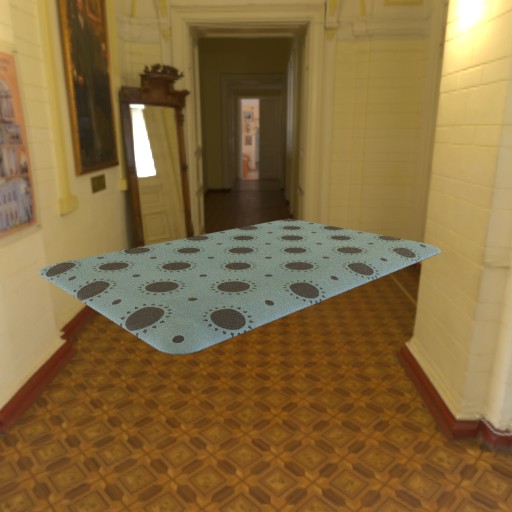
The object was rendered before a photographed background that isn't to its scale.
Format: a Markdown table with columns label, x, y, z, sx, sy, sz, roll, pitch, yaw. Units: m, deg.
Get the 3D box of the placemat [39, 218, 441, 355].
| label | x | y | z | sx | sy | sz | roll | pitch | yaw |
| --- | --- | --- | --- | --- | --- | --- | --- | --- | --- |
| placemat | 0.000 | 0.000 | 0.970 | 0.762 | 0.021 | 0.508 | -14 | 21 | -42 |
